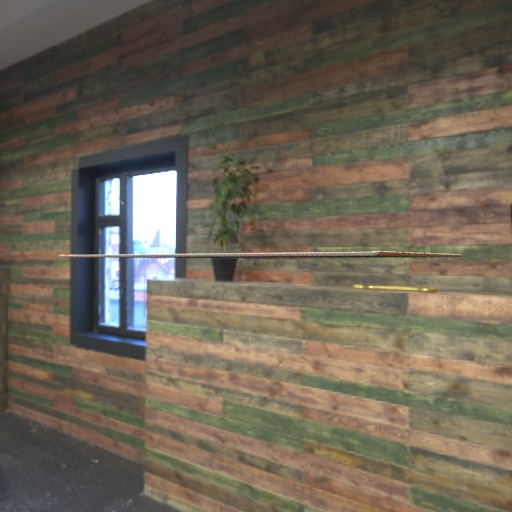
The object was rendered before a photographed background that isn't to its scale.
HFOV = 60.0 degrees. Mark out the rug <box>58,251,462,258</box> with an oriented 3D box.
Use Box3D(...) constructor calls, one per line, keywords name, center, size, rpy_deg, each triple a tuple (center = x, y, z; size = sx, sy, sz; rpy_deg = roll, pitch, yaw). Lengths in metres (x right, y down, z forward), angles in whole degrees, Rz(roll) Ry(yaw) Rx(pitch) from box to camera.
Box3D(name="rug", center=(0.000, 0.000, 2.407), size=(1.840, 0.015, 1.225), rpy_deg=(0, -1, 36))
